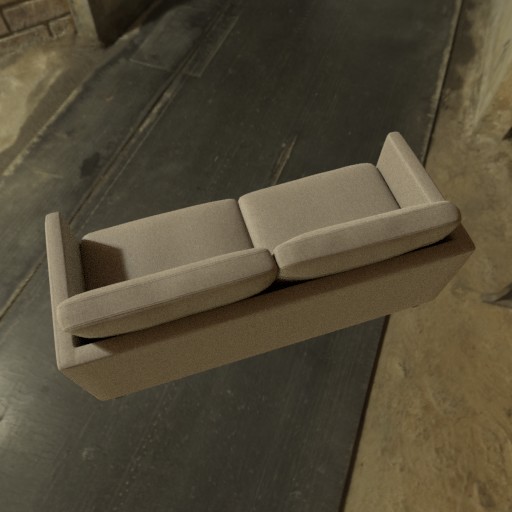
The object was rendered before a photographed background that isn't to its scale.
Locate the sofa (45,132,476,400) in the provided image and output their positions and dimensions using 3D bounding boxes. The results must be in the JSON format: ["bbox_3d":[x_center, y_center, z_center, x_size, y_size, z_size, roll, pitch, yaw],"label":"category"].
[{"bbox_3d":[0.000,0.000,2.643,2.208,0.963,0.956,-15,61,-9],"label":"sofa"}]
